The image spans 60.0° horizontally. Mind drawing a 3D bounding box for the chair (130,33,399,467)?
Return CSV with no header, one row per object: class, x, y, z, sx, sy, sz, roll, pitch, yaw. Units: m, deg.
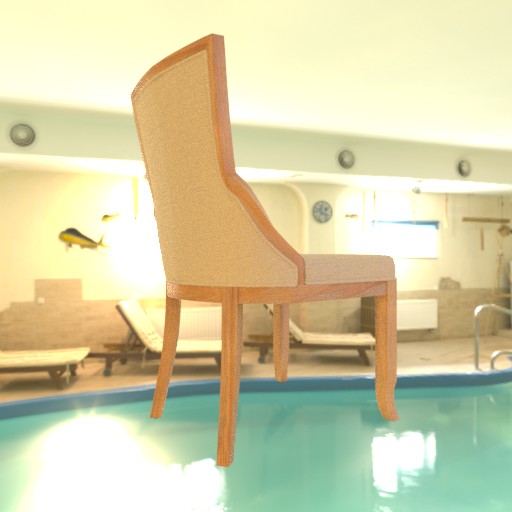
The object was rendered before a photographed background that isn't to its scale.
chair,0.000,0.000,1.288,0.641,0.947,0.524,0,0,-37
